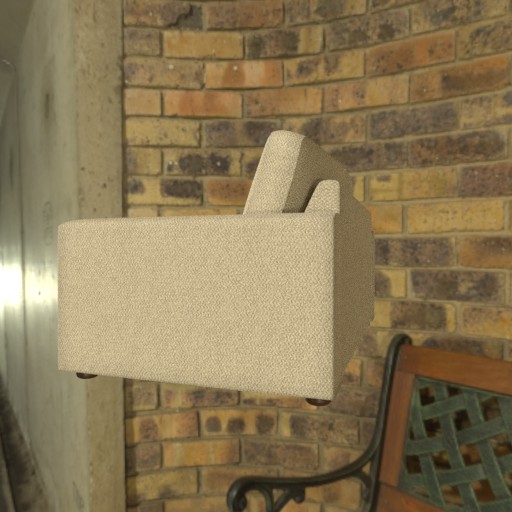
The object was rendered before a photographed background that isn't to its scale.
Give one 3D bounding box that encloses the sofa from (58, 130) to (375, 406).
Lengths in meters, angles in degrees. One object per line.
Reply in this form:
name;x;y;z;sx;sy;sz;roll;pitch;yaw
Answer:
sofa;0.000;0.000;2.164;1.016;0.873;1.616;0;1;19
